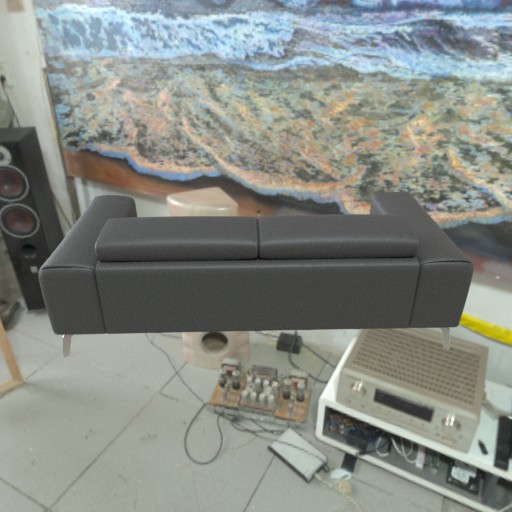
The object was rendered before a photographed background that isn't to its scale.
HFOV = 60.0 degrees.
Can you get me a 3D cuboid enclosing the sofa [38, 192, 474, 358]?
[{"bbox_3d":[0.000,0.000,2.850,2.321,0.759,1.023,-1,30,-1],"label":"sofa"}]
